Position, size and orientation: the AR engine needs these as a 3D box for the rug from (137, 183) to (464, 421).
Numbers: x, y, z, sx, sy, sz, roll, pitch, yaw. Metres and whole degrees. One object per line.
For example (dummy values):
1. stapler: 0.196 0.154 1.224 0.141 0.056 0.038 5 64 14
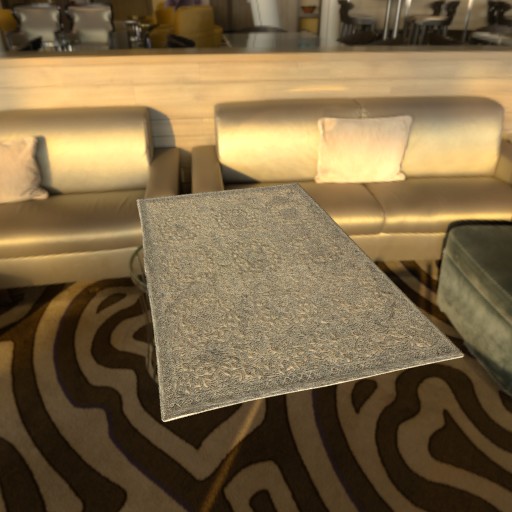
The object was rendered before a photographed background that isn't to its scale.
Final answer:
1. rug: 0.000 0.000 3.126 1.535 0.022 2.498 -8 32 -13
